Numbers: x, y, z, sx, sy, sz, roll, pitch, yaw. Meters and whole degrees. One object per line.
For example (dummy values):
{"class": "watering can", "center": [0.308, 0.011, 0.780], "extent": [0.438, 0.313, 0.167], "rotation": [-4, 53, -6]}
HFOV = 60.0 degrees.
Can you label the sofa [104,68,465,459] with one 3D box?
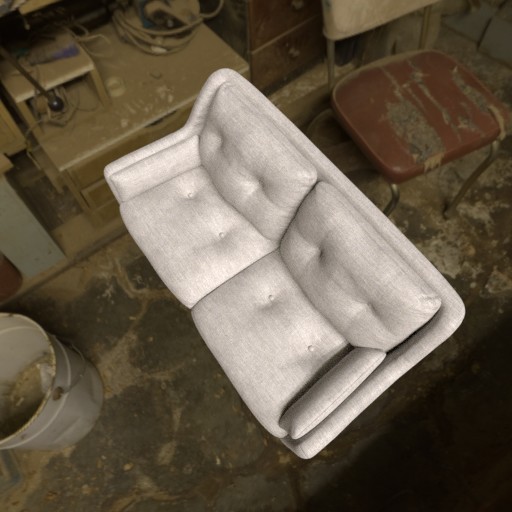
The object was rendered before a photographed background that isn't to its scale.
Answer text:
{"class": "sofa", "center": [0.000, 0.000, 2.443], "extent": [0.976, 0.897, 1.930], "rotation": [-33, 68, -15]}
